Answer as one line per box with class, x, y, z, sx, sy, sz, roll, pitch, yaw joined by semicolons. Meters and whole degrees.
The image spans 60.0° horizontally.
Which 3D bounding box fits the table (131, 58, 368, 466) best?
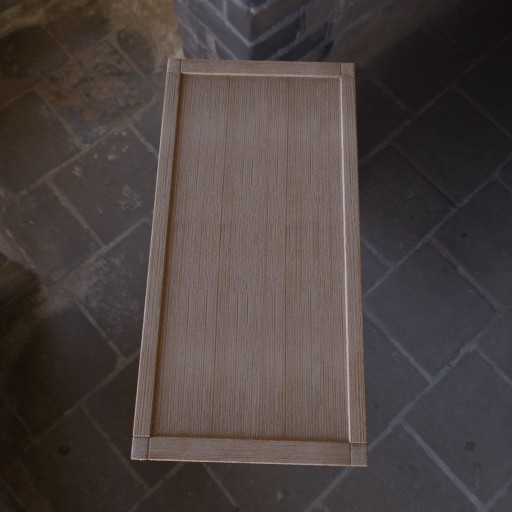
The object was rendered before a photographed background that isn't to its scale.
table;0.000;0.000;1.616;0.660;0.457;1.321;2;75;0
